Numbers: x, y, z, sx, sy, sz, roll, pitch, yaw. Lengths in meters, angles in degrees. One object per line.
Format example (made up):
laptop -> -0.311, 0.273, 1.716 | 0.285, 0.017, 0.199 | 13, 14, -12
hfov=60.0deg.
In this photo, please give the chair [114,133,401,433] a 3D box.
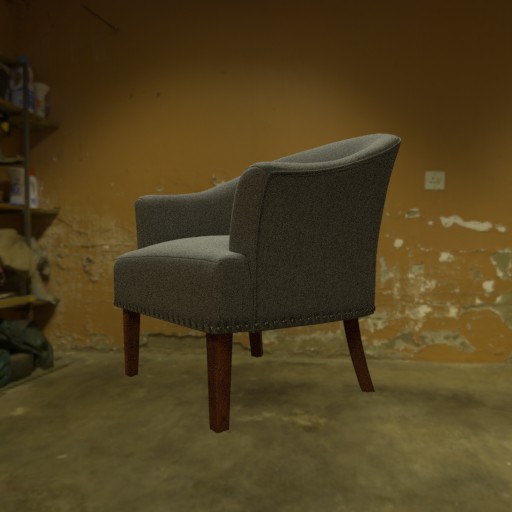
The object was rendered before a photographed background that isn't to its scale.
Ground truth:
chair -> 0.000, 0.000, 1.426 | 0.704, 0.815, 0.798 | 0, 0, -35
